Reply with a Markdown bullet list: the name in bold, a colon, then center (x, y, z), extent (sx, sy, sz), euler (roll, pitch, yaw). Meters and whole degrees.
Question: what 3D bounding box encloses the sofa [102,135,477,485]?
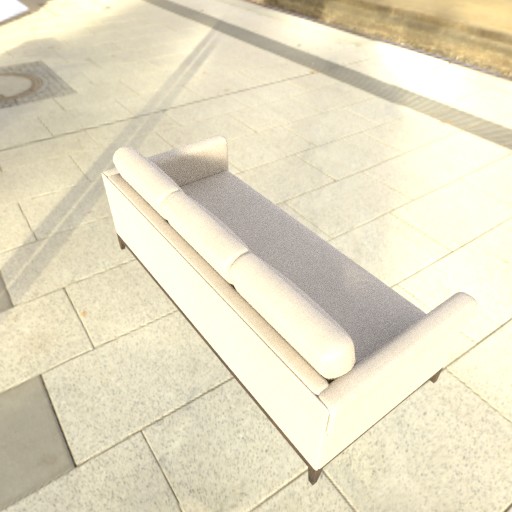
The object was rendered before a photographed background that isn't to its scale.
- **sofa**: center (0.000, 0.000, 2.662), extent (0.959, 0.838, 2.210), euler (-26, 47, -27)
